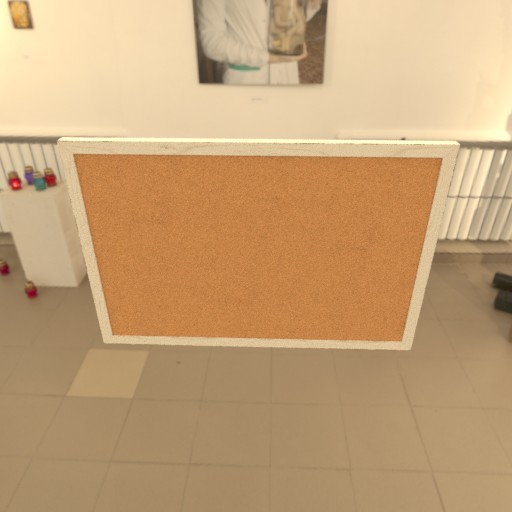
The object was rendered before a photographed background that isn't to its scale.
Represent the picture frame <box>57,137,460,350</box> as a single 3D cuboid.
[{"bbox_3d":[0.000,0.000,1.221,0.950,0.640,0.029,1,31,2],"label":"picture frame"}]
